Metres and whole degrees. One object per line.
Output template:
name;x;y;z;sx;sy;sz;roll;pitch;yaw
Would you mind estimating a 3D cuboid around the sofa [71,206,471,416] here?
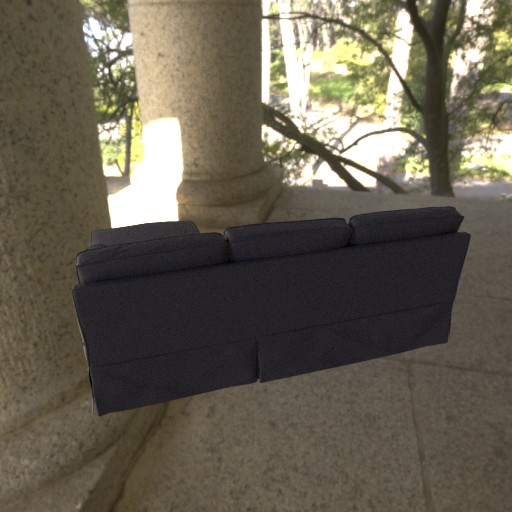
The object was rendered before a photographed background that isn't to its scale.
sofa;0.000;0.000;3.407;2.518;1.039;1.637;-8;27;-15
